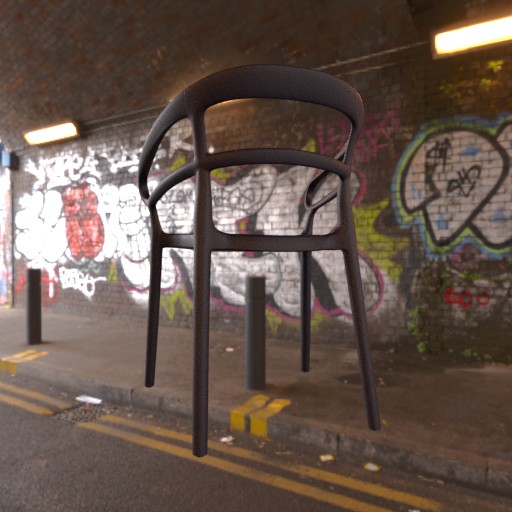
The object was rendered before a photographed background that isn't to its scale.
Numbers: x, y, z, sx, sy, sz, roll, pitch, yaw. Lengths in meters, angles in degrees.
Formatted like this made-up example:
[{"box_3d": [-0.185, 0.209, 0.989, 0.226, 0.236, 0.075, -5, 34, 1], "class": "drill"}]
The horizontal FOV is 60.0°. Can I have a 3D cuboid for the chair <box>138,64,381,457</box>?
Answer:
[{"box_3d": [0.000, 0.000, 1.135, 0.559, 0.761, 0.527, 0, 1, -19], "class": "chair"}]
